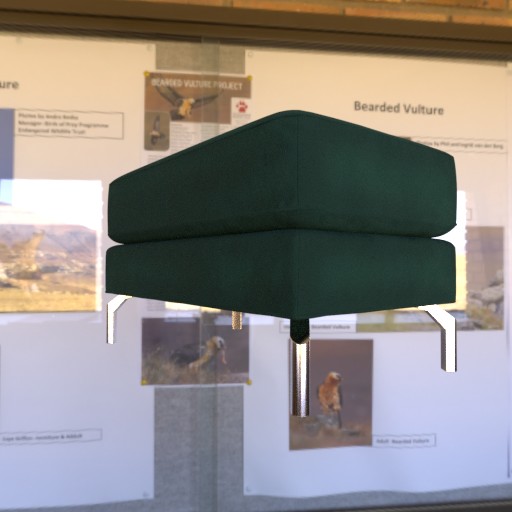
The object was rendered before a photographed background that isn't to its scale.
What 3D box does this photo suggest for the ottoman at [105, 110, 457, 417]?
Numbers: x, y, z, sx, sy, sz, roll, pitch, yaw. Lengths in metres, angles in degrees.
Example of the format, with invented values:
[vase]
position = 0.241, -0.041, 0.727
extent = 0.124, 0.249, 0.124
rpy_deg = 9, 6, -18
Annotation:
[ottoman]
position = 0.000, 0.000, 1.205
extent = 0.536, 0.533, 0.886
rpy_deg = 1, -1, -38
